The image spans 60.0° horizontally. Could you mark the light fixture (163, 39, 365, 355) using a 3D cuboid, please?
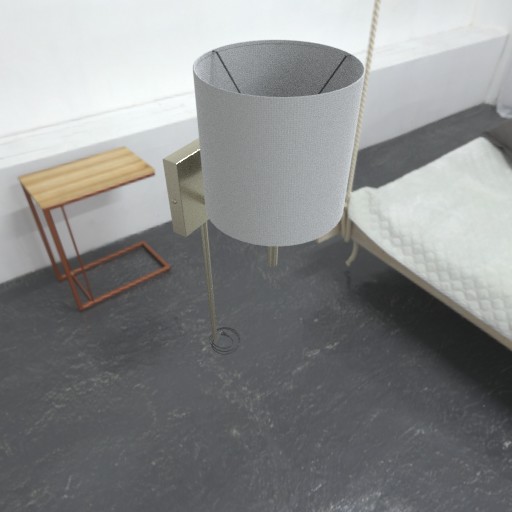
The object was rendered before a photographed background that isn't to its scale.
[{"bbox_3d":[0.000,0.000,0.694,0.248,0.589,0.188,24,47,25],"label":"light fixture"}]
